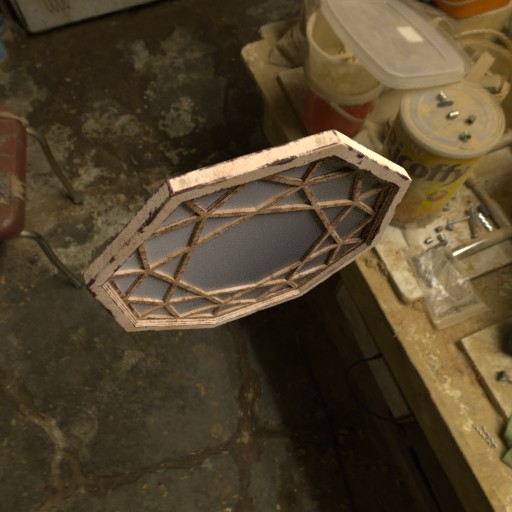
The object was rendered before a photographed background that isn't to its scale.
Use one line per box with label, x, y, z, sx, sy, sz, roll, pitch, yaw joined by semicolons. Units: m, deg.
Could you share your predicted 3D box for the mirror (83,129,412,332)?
mirror;0.000;0.000;0.951;0.648;0.648;0.031;-19;65;-9
